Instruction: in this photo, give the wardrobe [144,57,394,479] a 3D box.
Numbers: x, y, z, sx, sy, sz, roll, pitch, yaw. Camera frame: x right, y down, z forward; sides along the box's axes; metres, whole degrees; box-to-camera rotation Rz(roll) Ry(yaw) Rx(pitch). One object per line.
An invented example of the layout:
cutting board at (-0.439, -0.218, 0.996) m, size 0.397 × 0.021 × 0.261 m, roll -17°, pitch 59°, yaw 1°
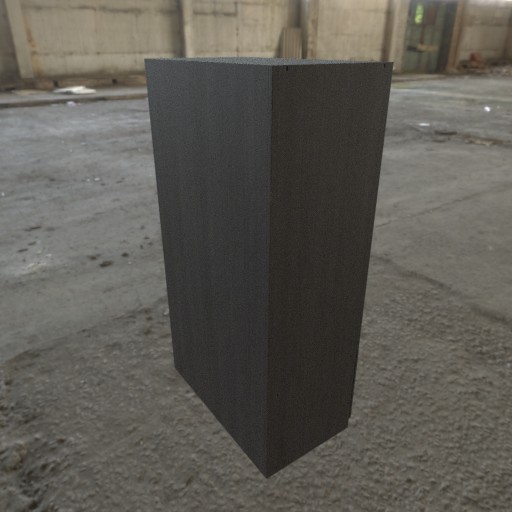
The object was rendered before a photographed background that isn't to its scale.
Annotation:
wardrobe at (0.000, 0.000, 2.235) m, size 0.577 × 1.808 × 0.991 m, roll -17°, pitch 30°, yaw -31°
